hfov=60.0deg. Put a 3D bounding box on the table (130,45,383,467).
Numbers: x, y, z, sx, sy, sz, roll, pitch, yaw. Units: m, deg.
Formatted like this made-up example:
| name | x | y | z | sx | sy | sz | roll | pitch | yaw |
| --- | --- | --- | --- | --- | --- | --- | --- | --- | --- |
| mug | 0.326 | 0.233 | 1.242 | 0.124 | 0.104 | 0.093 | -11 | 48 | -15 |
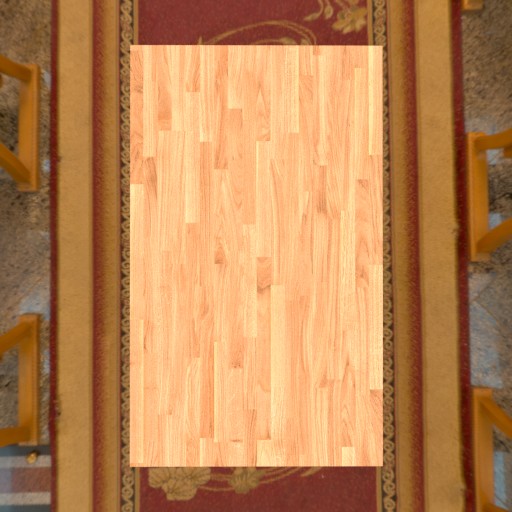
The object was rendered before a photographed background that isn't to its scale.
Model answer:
| name | x | y | z | sx | sy | sz | roll | pitch | yaw |
| --- | --- | --- | --- | --- | --- | --- | --- | --- | --- |
| table | 0.000 | 0.000 | 1.963 | 0.900 | 0.770 | 1.500 | 0 | 90 | 0 |
